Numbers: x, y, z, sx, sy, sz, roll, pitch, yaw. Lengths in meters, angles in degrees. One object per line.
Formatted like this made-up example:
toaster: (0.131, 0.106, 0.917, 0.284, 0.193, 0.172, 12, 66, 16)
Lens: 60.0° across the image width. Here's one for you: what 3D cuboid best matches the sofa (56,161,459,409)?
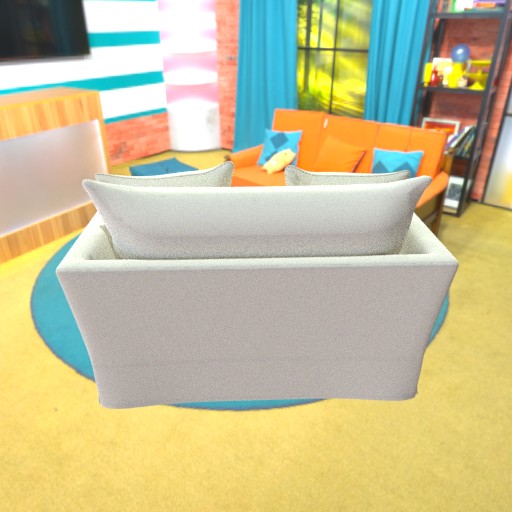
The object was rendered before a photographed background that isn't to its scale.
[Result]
sofa: (0.000, 0.000, 2.266, 1.608, 1.039, 1.026, -1, 28, -2)
